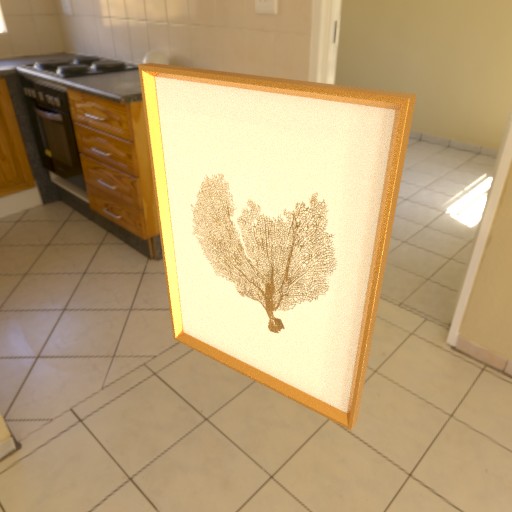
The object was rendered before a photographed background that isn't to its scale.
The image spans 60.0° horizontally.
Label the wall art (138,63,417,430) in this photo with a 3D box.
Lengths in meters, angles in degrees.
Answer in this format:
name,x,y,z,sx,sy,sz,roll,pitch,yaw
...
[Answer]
name,x,y,z,sx,sy,sz,roll,pitch,yaw
wall art,0.000,0.000,1.070,0.610,0.812,0.038,19,36,28
